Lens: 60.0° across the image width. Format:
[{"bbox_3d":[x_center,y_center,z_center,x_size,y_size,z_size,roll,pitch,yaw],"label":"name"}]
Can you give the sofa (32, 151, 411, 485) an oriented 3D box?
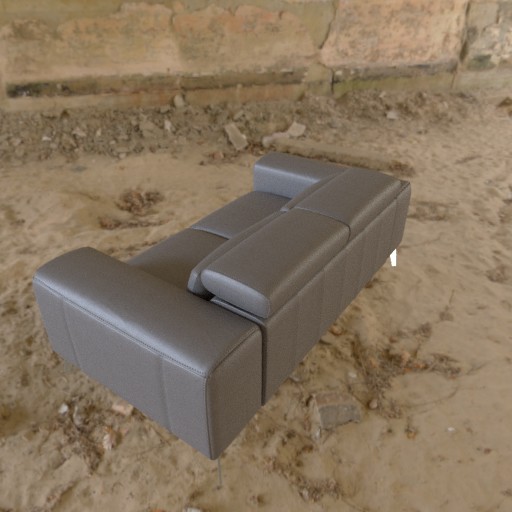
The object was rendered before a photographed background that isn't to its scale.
[{"bbox_3d":[0.000,0.000,2.388,1.024,0.753,1.930,21,38,29],"label":"sofa"}]
